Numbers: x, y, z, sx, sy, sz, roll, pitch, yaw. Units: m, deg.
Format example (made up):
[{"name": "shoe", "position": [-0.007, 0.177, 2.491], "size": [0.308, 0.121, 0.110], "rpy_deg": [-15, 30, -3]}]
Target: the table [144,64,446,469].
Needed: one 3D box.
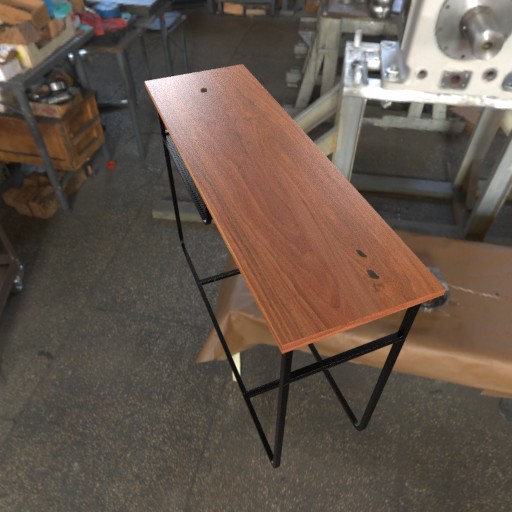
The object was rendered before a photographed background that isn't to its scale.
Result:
[{"name": "table", "position": [0.000, 0.000, 1.438], "size": [0.350, 0.750, 1.100], "rpy_deg": [-17, 49, -15]}]
